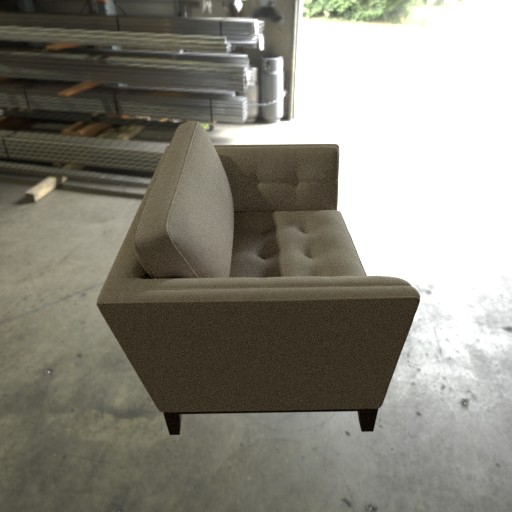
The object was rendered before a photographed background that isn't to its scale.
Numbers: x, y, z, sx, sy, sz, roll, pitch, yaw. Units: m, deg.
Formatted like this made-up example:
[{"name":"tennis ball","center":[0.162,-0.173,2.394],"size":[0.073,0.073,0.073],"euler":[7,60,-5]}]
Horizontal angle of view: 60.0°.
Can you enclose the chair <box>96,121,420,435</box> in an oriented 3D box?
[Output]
[{"name":"chair","center":[0.000,0.000,2.037],"size":[0.965,0.940,1.397],"euler":[-1,32,-1]}]
